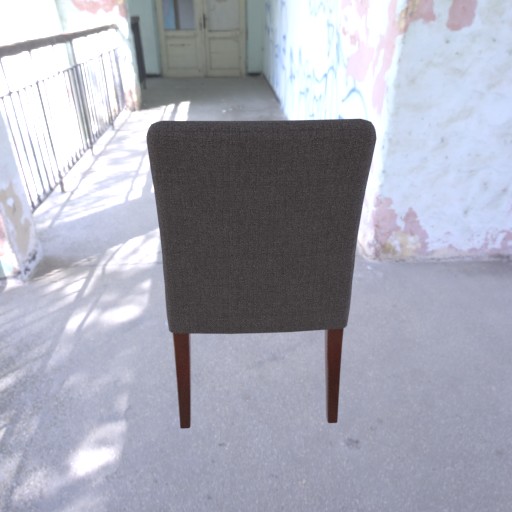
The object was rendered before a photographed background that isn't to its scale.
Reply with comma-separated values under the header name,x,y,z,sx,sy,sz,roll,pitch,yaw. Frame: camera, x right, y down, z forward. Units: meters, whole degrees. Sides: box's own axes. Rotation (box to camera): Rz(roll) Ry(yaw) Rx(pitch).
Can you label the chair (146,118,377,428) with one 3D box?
name,x,y,z,sx,sy,sz,roll,pitch,yaw
chair,0.000,0.000,1.349,0.508,0.952,0.655,-1,31,-2
